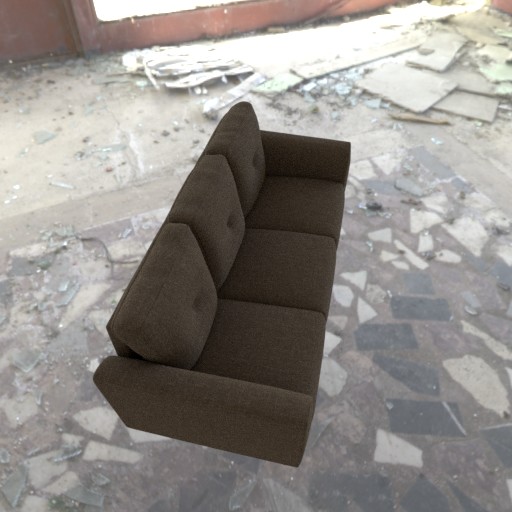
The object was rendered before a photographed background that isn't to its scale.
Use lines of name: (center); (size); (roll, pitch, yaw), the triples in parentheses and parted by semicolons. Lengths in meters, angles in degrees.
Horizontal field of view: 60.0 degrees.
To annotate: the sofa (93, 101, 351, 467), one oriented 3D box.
sofa: (0.000, 0.000, 2.326); (0.837, 0.891, 1.847); (9, 47, 9)
